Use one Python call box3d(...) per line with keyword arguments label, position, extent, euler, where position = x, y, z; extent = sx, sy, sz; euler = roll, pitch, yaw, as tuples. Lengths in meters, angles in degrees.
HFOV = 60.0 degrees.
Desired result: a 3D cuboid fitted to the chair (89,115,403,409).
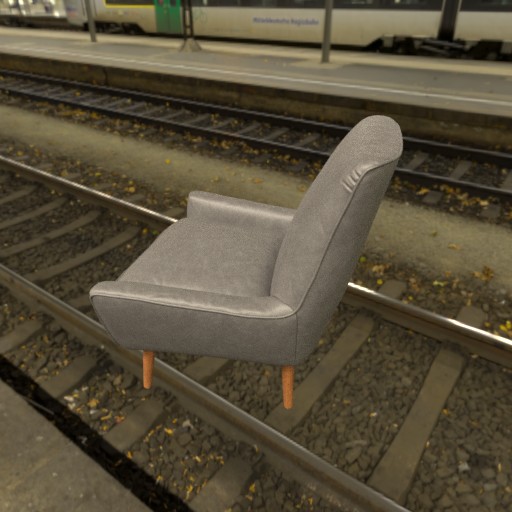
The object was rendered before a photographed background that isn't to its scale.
box3d(label="chair", position=(0.000, 0.000, 1.504), extent=(0.822, 0.888, 0.787), euler=(8, 31, 13))
